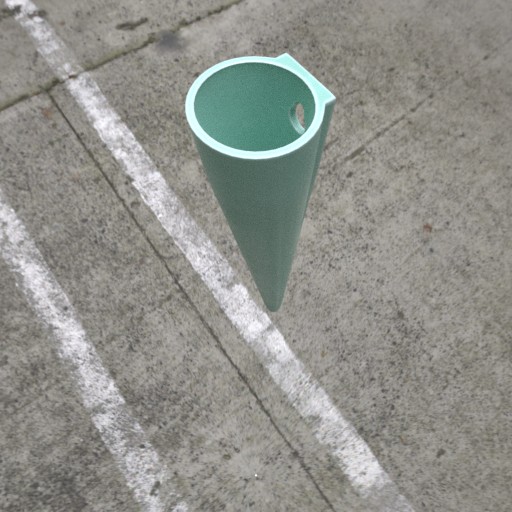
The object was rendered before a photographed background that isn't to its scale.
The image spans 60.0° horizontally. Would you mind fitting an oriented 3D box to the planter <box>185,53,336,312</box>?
[{"bbox_3d":[0.000,0.000,0.291,0.055,0.268,0.054,-33,68,-15],"label":"planter"}]
